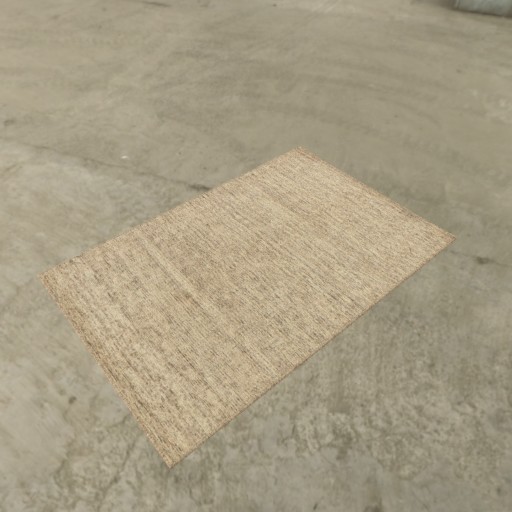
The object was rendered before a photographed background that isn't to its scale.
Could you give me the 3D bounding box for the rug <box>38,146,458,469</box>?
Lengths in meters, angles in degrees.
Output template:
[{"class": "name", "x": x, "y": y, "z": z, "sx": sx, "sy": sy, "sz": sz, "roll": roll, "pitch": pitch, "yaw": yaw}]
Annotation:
[{"class": "rug", "x": 0.000, "y": 0.000, "z": 2.294, "sx": 1.822, "sy": 0.018, "sz": 1.211, "roll": -31, "pitch": 53, "yaw": -27}]
